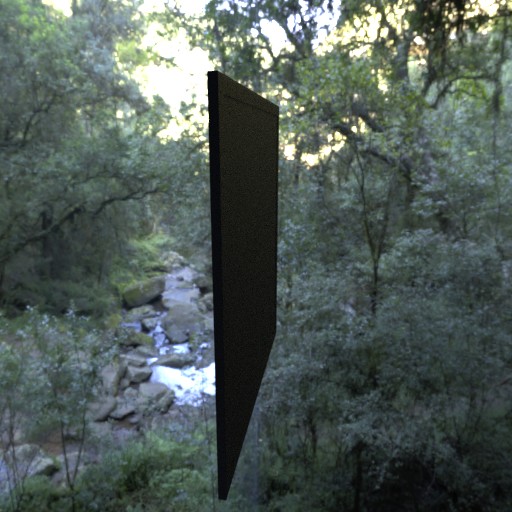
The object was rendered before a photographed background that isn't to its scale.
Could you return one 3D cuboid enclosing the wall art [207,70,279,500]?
[{"bbox_3d":[0.000,0.000,0.814,0.012,0.558,0.562,2,15,9],"label":"wall art"}]
